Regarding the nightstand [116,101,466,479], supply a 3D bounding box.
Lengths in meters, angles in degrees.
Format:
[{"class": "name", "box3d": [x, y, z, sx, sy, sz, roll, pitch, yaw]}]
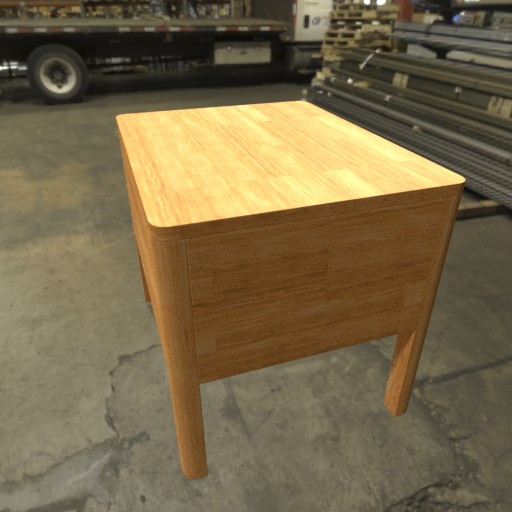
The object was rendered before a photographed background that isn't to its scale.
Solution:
[{"class": "nightstand", "box3d": [0.000, 0.000, 0.899, 0.440, 0.470, 0.560, -10, 32, -16]}]
